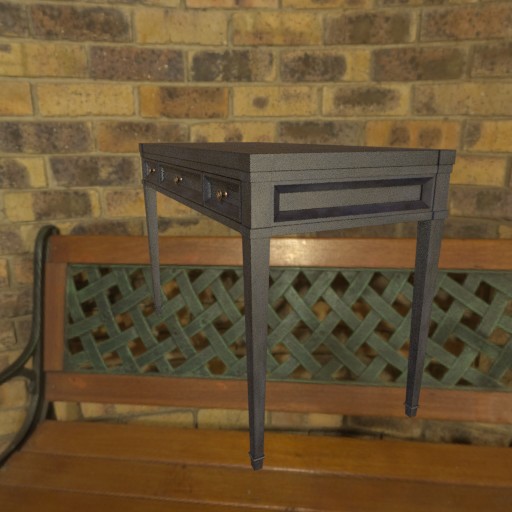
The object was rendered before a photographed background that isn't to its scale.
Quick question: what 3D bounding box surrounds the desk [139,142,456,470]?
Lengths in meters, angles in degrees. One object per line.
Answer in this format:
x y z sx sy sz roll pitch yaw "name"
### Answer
0.000 0.000 1.779 0.630 0.861 1.289 -7 17 -24 "desk"
